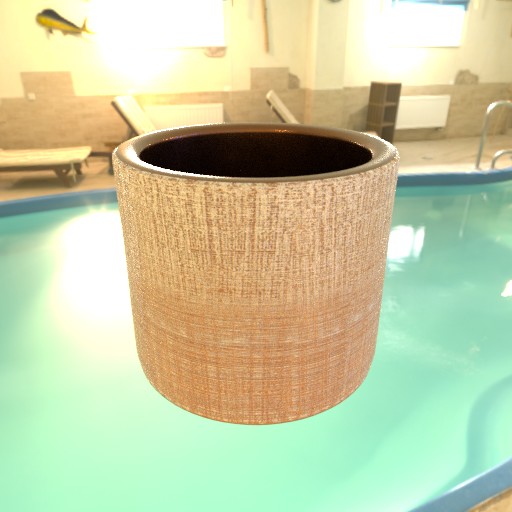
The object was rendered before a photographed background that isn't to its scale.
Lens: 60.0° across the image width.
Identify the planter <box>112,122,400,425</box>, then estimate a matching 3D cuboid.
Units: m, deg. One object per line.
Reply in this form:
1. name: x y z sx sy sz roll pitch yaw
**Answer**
1. planter: 0.000 0.000 0.191 0.109 0.096 0.109 0 26 0
